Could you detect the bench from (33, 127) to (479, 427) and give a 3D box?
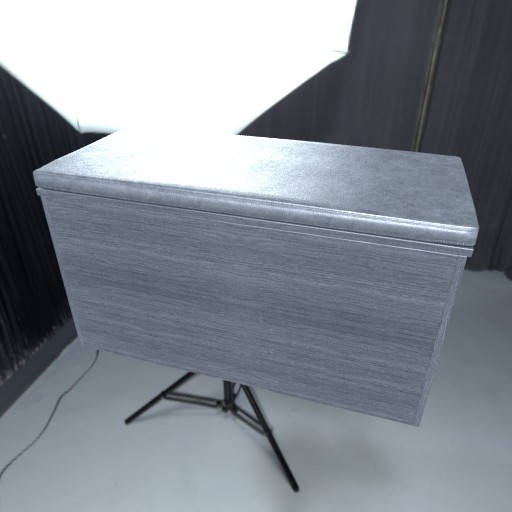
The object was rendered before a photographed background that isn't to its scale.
[{"bbox_3d":[0.000,0.000,1.137,0.905,0.501,0.401,9,32,15],"label":"bench"}]
